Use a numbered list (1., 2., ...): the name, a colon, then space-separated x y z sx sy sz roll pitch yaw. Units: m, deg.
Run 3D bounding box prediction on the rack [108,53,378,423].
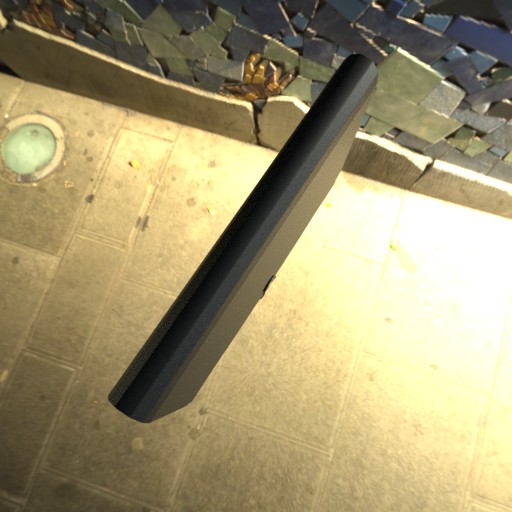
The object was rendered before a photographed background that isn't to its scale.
1. rack: 0.000 0.000 0.446 0.041 0.241 0.330 32 78 8
